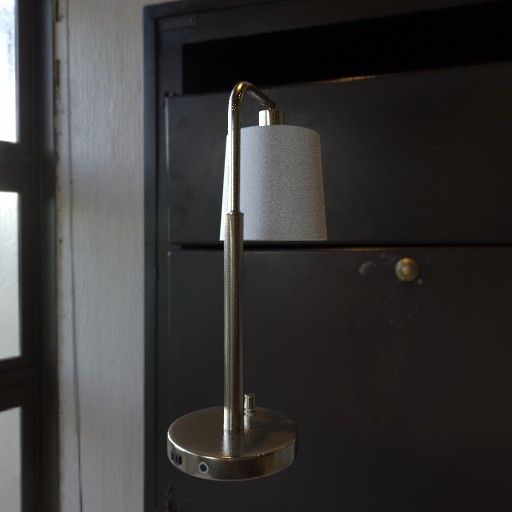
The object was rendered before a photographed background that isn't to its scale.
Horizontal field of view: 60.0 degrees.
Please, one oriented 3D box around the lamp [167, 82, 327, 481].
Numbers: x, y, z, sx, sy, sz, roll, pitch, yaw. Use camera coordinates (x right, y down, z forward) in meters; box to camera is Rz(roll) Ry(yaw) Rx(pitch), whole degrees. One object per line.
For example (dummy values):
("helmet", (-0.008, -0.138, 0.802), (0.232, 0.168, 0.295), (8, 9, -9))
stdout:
("lamp", (0.000, 0.000, 0.639), (0.171, 0.489, 0.333), (0, 1, 20))
